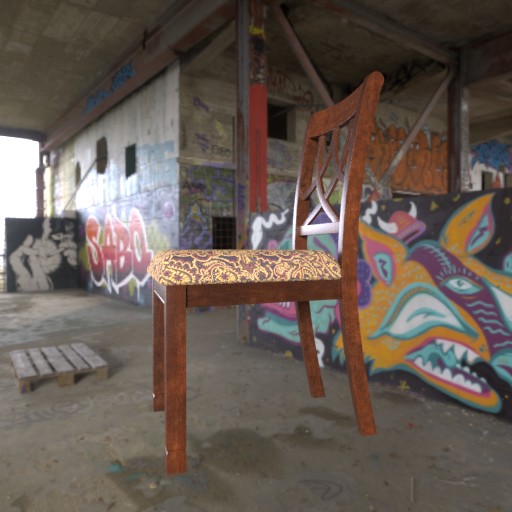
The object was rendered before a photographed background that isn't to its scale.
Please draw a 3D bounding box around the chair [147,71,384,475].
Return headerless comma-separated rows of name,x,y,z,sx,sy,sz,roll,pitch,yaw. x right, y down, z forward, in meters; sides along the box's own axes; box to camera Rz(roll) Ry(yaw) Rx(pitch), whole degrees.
chair,0.000,0.000,1.269,0.584,0.965,0.457,0,1,-17
